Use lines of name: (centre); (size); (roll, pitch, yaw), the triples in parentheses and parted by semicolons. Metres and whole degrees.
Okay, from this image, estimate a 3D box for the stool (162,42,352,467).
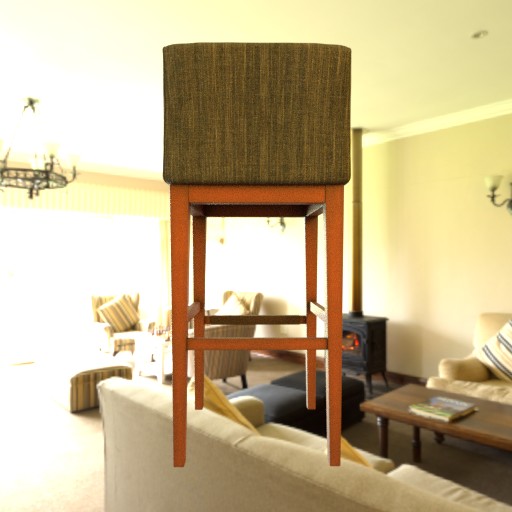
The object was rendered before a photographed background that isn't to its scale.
stool: (0.000, 0.000, 1.214); (0.426, 0.965, 0.499); (0, -1, -1)
